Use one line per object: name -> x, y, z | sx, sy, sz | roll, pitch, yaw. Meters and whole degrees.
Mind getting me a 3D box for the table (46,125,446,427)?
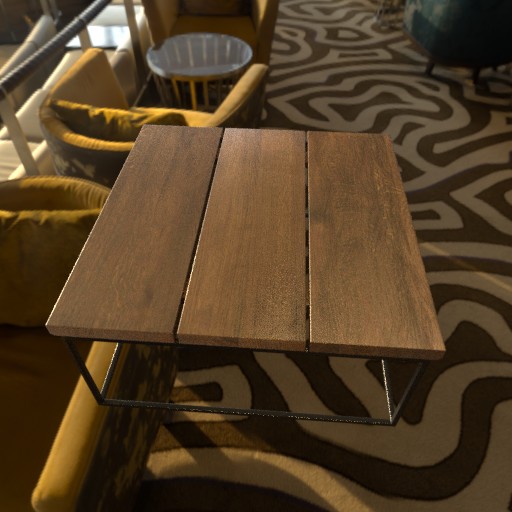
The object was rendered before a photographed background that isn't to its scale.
table -> 0.000, 0.000, 1.447 | 0.900, 0.400, 0.900 | 3, 46, 3
